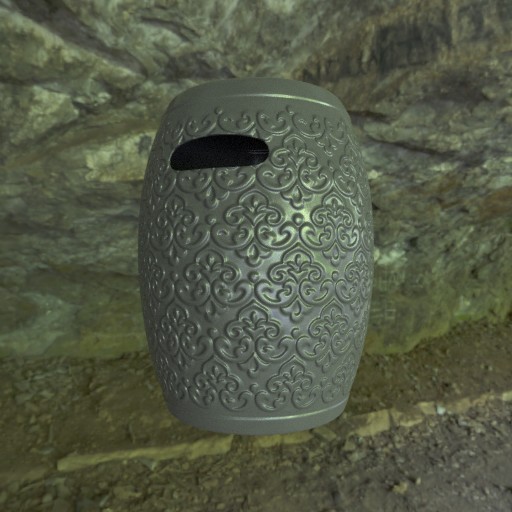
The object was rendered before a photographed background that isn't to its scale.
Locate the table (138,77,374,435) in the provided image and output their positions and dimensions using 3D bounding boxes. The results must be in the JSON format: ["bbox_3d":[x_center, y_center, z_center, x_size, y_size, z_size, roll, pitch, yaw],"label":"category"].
[{"bbox_3d":[0.000,0.000,0.600,0.309,0.397,0.309,0,0,0],"label":"table"}]
